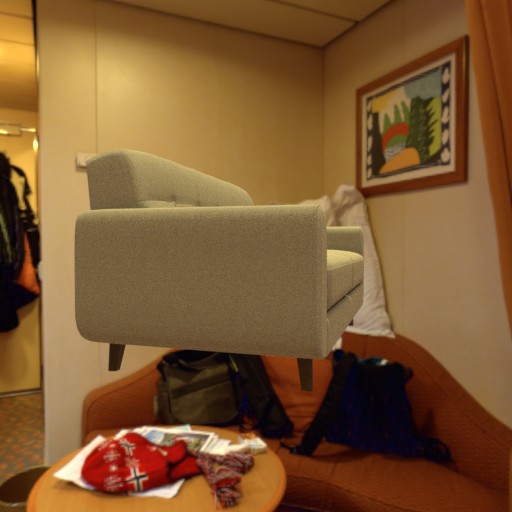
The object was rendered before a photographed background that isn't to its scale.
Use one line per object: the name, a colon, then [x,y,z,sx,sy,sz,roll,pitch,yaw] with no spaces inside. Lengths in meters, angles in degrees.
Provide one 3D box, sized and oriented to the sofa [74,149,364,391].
sofa: [0.000,0.000,2.286,0.980,0.892,1.655,0,1,18]
